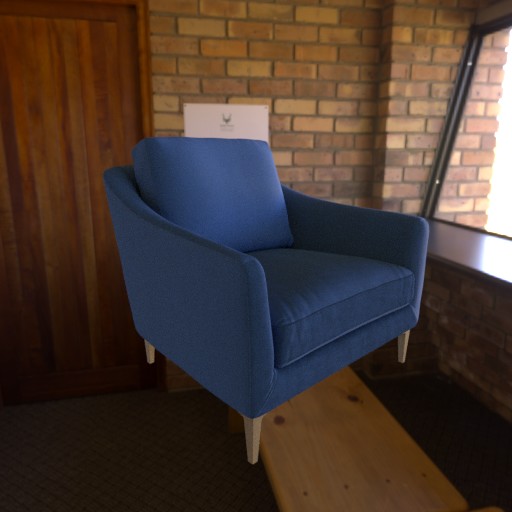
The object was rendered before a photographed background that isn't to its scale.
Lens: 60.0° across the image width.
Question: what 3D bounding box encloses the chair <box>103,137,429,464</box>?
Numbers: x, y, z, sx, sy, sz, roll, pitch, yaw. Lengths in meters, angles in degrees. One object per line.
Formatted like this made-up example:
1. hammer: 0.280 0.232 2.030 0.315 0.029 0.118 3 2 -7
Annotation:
1. chair: 0.000 0.000 1.723 0.987 0.899 0.961 -13 18 -43
